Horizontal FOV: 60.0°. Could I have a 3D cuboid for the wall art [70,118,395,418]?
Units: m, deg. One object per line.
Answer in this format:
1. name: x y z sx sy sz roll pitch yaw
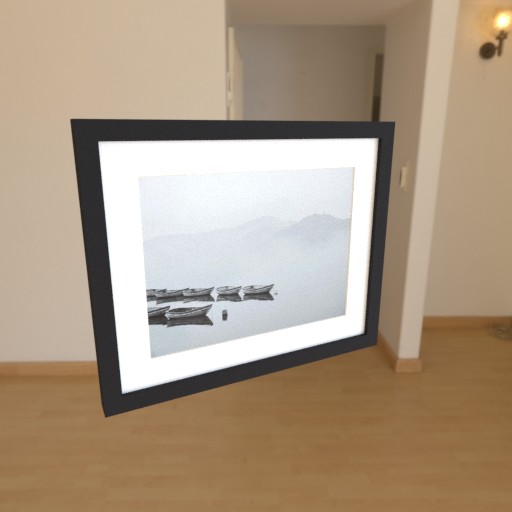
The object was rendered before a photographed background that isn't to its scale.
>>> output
1. wall art: 0.000 0.000 0.556 0.397 0.325 0.028 -8 18 -25
